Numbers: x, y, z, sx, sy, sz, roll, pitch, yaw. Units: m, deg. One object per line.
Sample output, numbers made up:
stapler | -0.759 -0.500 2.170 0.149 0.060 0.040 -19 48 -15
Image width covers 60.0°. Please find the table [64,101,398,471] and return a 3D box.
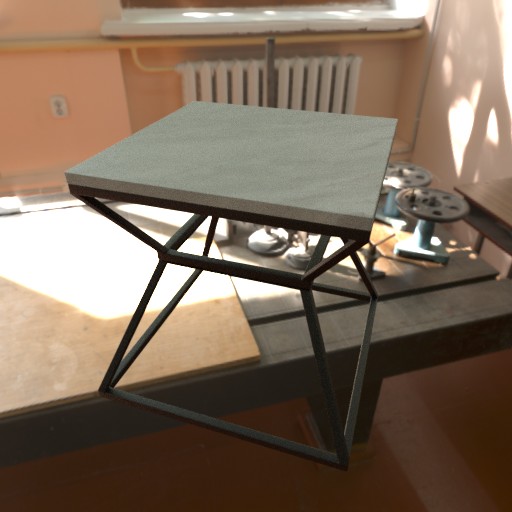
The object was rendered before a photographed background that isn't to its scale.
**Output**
table | 0.000 0.000 0.816 0.455 0.431 0.455 10 34 16
